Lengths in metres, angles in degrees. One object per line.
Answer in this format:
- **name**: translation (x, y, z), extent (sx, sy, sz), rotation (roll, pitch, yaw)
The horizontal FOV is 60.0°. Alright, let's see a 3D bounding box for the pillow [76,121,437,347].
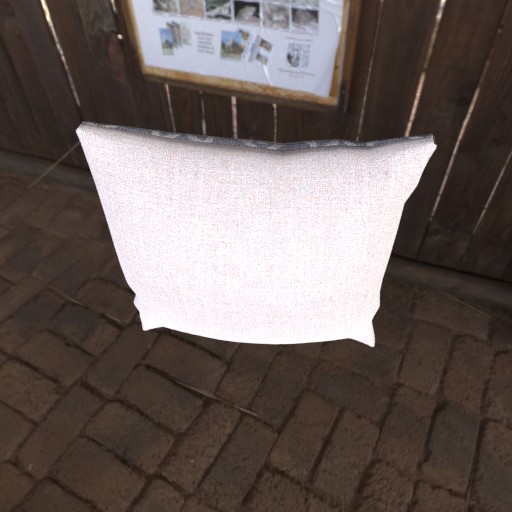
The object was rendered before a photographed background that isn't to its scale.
- **pillow**: translation (0.000, 0.000, 0.791), extent (0.508, 0.498, 0.215), rotation (3, 45, 3)
